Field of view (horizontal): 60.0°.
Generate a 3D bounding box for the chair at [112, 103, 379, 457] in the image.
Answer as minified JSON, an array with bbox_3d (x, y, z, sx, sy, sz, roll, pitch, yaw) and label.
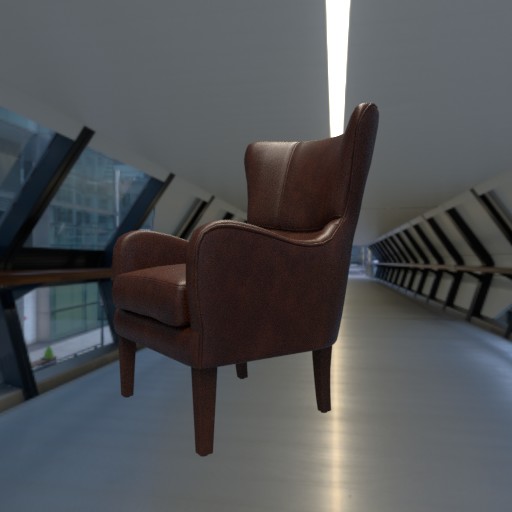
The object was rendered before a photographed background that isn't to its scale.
[{"bbox_3d":[0.000,0.000,1.631,0.914,1.048,0.692,0,0,-36],"label":"chair"}]
